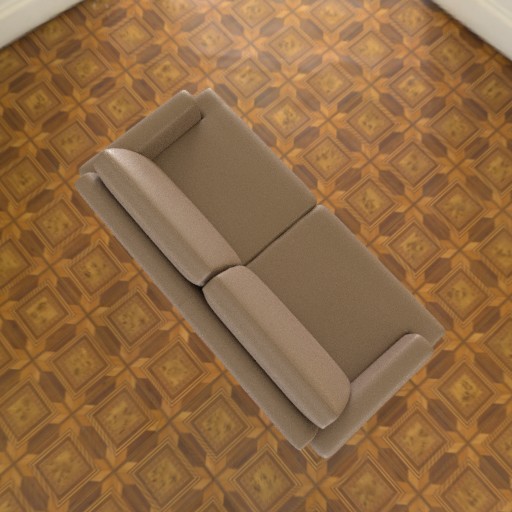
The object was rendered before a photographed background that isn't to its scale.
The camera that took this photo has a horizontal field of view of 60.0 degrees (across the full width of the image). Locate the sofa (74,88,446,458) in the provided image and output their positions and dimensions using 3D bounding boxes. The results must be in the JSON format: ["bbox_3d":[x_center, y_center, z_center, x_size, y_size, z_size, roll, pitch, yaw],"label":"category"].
[{"bbox_3d":[0.000,0.000,2.381,0.974,0.765,1.940,-41,80,-9],"label":"sofa"}]
